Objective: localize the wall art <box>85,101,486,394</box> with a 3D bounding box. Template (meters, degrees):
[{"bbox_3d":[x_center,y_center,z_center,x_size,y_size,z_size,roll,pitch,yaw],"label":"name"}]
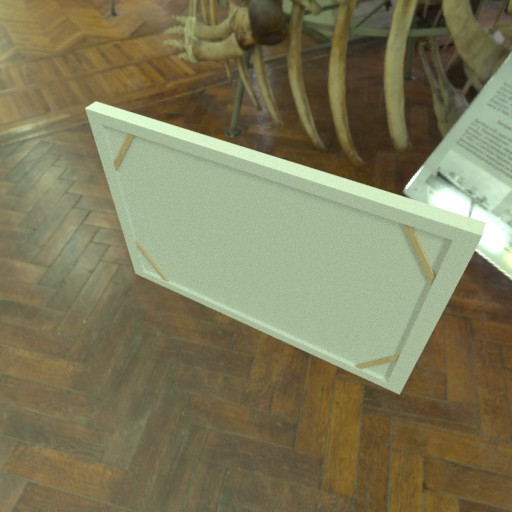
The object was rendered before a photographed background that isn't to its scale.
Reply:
[{"bbox_3d":[0.000,0.000,1.150,0.914,0.609,0.038,22,51,19],"label":"wall art"}]
